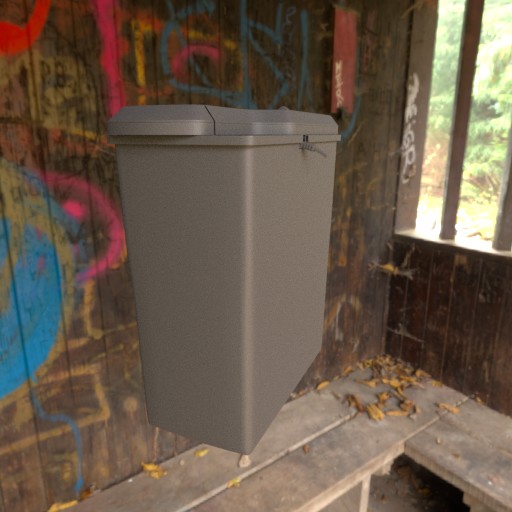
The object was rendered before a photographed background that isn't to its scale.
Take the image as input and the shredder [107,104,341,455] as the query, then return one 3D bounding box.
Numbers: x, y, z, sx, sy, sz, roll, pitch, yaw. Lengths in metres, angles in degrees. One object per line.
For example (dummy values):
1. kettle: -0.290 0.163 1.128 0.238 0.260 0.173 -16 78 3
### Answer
1. shredder: 0.000 0.000 0.525 0.170 0.335 0.320 7 17 24
